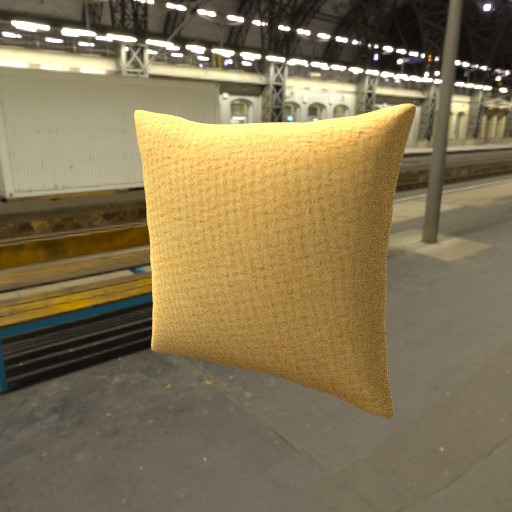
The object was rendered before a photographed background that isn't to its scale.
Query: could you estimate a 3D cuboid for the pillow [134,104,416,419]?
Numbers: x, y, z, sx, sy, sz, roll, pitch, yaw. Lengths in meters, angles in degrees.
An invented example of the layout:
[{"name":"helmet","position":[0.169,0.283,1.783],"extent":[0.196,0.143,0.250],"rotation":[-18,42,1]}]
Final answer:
[{"name":"pillow","position":[0.000,0.000,0.639],"extent":[0.419,0.407,0.173],"rotation":[8,18,27]}]
